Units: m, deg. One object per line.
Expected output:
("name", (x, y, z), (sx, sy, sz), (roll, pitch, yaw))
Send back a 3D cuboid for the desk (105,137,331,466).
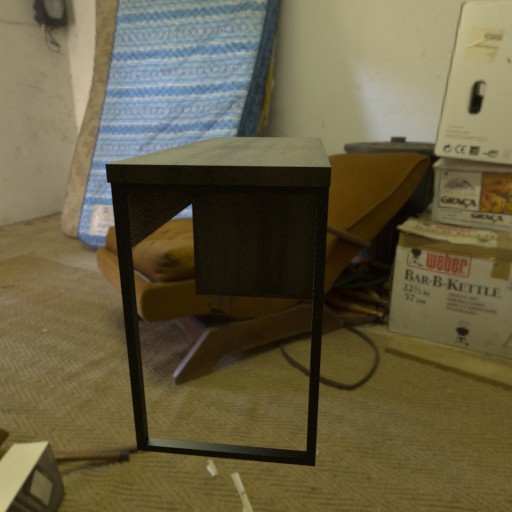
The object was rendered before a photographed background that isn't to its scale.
("desk", (0.000, 0.000, 1.560), (0.511, 0.752, 1.134), (2, 18, 7))
